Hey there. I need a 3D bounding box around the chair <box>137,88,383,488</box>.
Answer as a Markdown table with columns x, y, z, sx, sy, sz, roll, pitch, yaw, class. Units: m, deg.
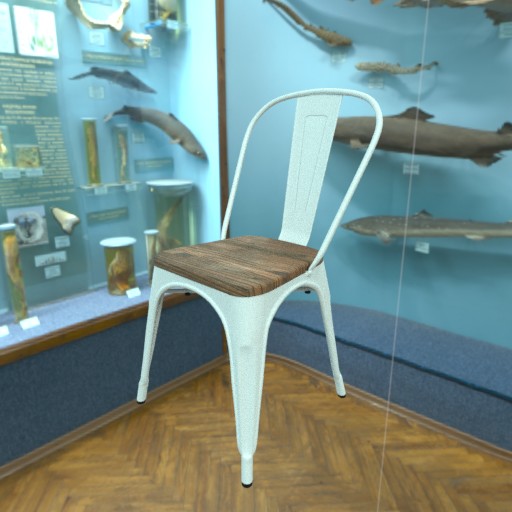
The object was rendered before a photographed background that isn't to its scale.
| x | y | z | sx | sy | sz | roll | pitch | yaw | class |
| --- | --- | --- | --- | --- | --- | --- | --- | --- | --- |
| 0.000 | 0.000 | 1.167 | 0.452 | 0.851 | 0.521 | 16 | 23 | 42 | chair |
